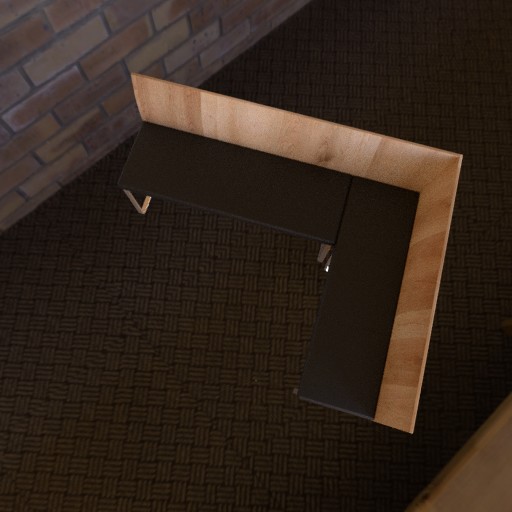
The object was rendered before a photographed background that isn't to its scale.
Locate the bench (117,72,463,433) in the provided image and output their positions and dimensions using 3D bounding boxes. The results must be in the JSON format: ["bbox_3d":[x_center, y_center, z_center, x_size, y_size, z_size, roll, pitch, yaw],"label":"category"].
[{"bbox_3d":[0.000,0.000,2.773,1.945,0.930,1.495,15,75,4],"label":"bench"}]
